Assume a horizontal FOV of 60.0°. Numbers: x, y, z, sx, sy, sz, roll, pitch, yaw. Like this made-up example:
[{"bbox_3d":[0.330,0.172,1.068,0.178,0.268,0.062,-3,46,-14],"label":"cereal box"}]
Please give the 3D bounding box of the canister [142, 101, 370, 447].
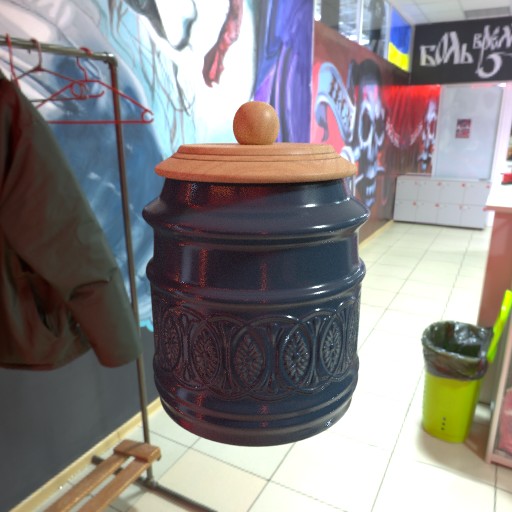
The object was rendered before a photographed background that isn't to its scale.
[{"bbox_3d":[0.000,0.000,0.267,0.130,0.176,0.130,0,16,0],"label":"canister"}]
